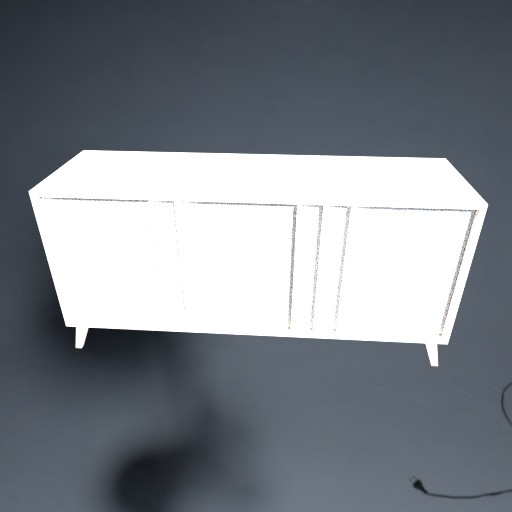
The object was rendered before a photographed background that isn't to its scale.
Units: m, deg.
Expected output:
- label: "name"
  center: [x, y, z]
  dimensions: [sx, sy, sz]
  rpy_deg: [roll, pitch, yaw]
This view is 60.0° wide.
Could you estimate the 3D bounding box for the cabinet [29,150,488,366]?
- label: "cabinet"
  center: [0.000, 0.000, 2.001]
  dimensions: [1.649, 0.780, 0.500]
  rpy_deg: [2, 31, 4]
